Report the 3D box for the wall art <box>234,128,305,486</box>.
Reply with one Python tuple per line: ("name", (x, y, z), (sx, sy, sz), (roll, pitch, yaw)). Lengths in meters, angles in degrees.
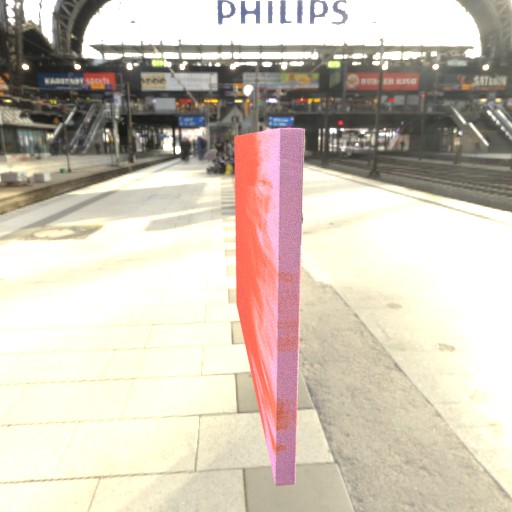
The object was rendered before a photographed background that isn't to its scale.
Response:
("wall art", (0.000, 0.000, 1.146), (0.040, 0.609, 0.913), (-2, 14, -7))
